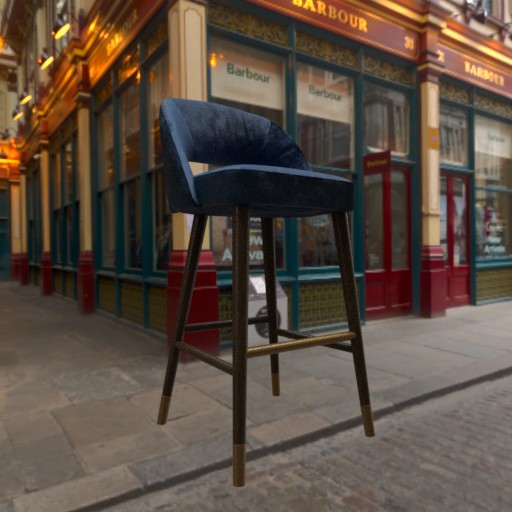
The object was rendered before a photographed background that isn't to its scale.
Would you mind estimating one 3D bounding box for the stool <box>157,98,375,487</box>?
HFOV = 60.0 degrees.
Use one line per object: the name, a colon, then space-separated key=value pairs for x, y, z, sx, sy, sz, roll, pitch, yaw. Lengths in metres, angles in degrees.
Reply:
stool: x=0.000 y=0.000 z=1.310 sx=0.514 sy=1.016 sz=0.515 roll=-1 pitch=1 yaw=-36
